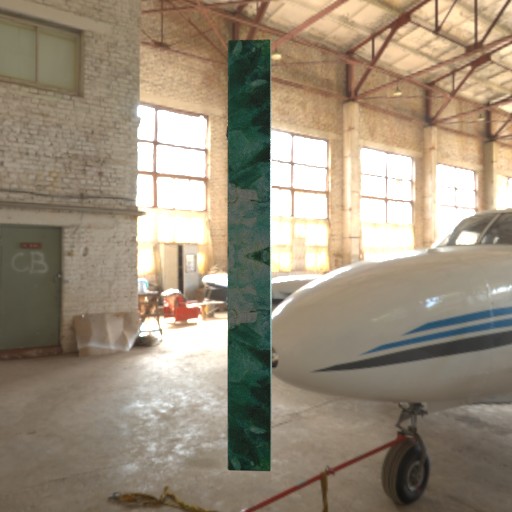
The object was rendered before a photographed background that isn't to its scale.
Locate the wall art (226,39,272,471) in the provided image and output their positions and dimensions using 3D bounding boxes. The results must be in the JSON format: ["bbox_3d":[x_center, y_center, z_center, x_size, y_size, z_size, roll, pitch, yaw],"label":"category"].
[{"bbox_3d":[0.000,0.000,0.476,0.033,0.313,0.313,0,0,2],"label":"wall art"}]
